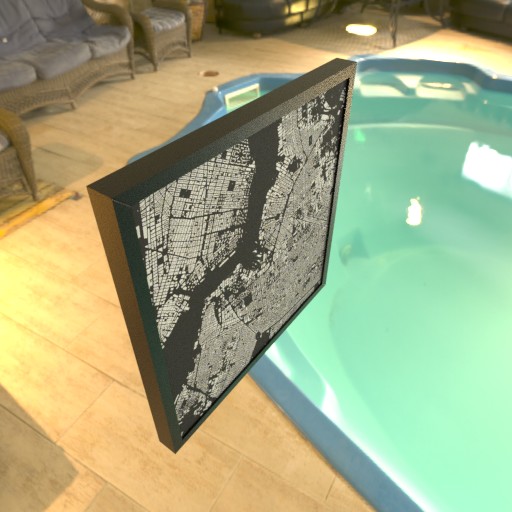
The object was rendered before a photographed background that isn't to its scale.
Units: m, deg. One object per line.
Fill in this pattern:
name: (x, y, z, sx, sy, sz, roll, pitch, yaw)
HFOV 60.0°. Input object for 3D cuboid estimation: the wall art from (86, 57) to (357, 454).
wall art: (0.000, 0.000, 0.741, 0.038, 0.506, 0.506, 26, 47, 27)
